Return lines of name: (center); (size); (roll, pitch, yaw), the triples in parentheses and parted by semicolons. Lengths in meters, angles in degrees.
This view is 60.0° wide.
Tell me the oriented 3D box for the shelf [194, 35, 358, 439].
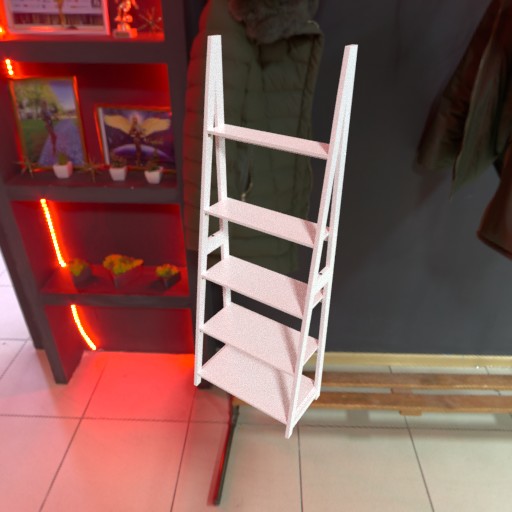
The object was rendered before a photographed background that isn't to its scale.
shelf: (0.000, 0.000, 2.048); (0.636, 1.779, 0.341); (20, 37, 29)
